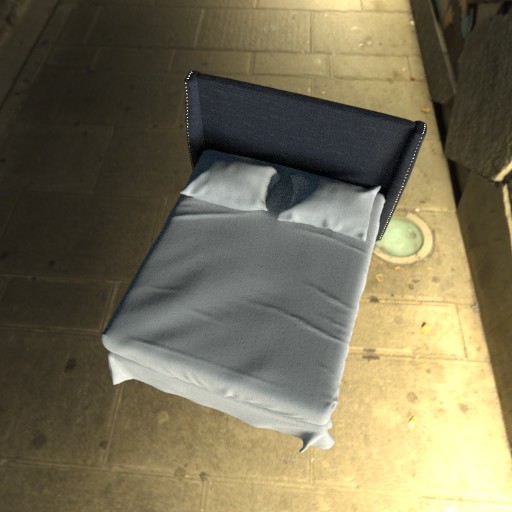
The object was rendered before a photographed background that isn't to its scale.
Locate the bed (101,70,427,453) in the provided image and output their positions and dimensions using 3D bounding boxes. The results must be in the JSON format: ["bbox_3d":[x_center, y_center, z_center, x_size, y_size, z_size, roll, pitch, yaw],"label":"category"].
[{"bbox_3d":[0.000,0.000,3.415,1.925,1.332,2.276,16,60,10],"label":"bed"}]
